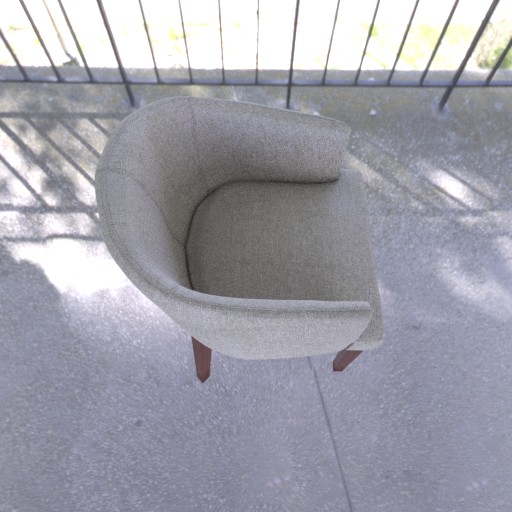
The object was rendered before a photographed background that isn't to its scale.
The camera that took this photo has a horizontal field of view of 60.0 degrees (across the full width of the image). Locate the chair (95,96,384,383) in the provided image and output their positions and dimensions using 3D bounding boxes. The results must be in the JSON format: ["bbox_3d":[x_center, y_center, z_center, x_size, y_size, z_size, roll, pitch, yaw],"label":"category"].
[{"bbox_3d":[0.000,0.000,1.253,0.655,0.811,0.583,0,64,0],"label":"chair"}]
